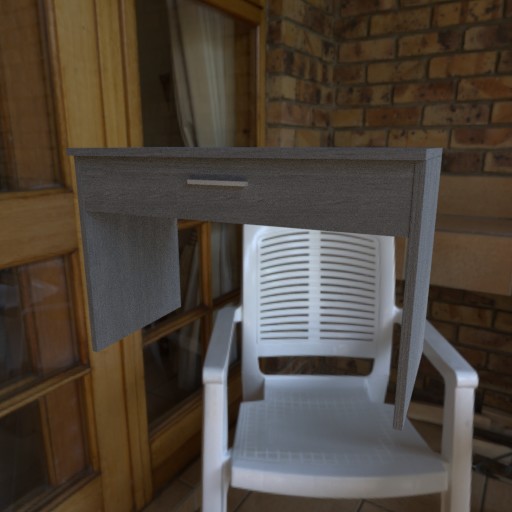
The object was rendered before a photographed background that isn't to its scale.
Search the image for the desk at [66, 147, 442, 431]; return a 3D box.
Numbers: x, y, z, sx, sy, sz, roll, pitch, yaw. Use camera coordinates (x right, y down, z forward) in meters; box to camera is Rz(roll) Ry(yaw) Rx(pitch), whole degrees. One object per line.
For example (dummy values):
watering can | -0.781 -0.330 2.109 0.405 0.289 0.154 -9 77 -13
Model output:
desk | 0.000 0.000 1.538 1.099 0.729 0.557 7 15 25
